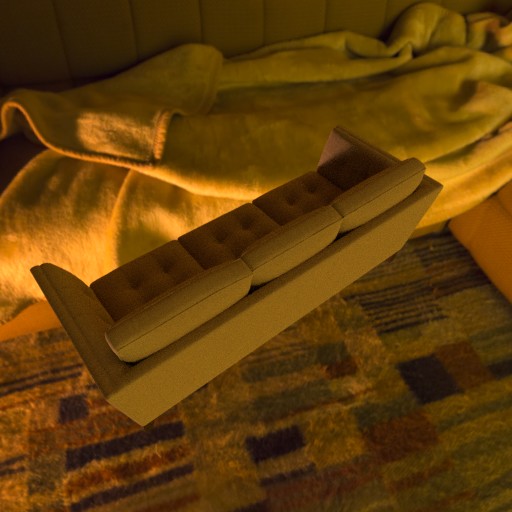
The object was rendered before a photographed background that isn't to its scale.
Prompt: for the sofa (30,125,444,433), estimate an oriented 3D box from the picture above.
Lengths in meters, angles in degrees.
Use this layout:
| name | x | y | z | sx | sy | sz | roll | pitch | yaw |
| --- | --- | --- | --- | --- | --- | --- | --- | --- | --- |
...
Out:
| name | x | y | z | sx | sy | sz | roll | pitch | yaw |
| --- | --- | --- | --- | --- | --- | --- | --- | --- | --- |
| sofa | 0.000 | 0.000 | 2.863 | 2.388 | 0.940 | 0.965 | -30 | 54 | -25 |
